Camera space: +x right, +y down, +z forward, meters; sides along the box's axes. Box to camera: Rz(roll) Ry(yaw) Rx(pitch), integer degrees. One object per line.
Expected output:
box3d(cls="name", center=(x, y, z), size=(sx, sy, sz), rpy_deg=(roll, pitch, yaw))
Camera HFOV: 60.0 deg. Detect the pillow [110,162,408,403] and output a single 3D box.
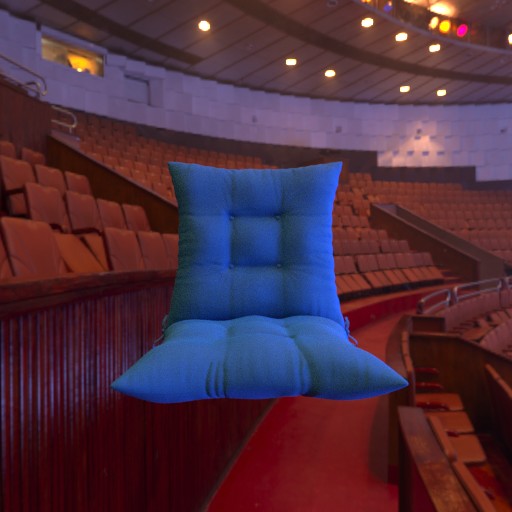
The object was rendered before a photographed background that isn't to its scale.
box3d(cls="pillow", center=(0.000, 0.000, 1.028), size=(0.541, 0.536, 0.585), rpy_deg=(0, 1, -1))
